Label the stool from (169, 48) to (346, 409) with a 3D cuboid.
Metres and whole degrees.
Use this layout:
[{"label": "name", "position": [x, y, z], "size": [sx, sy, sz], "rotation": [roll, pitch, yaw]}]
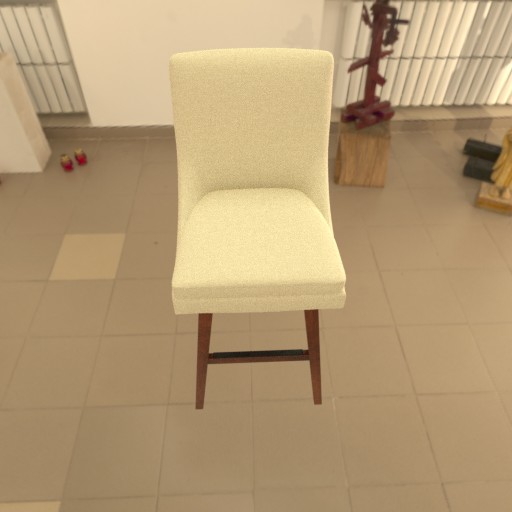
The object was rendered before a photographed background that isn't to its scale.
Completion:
[{"label": "stool", "position": [0.000, 0.000, 1.427], "size": [0.470, 1.097, 0.559], "rotation": [-2, 47, -2]}]
